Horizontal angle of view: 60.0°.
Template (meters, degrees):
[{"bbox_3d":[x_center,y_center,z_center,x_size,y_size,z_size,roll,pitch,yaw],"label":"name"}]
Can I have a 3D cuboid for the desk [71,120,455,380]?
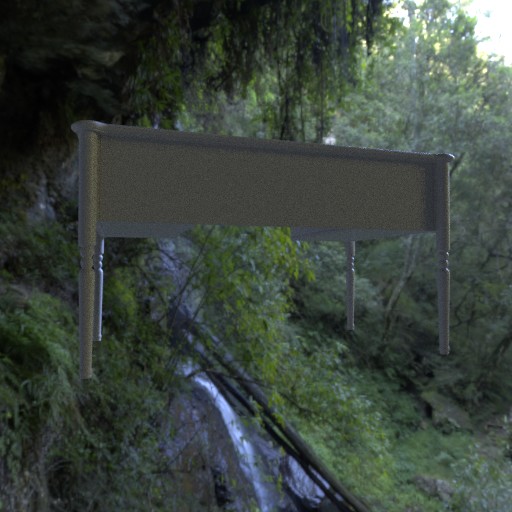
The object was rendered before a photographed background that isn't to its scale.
[{"bbox_3d":[0.000,0.000,1.850,1.380,0.762,0.807,1,-2,-17],"label":"desk"}]
